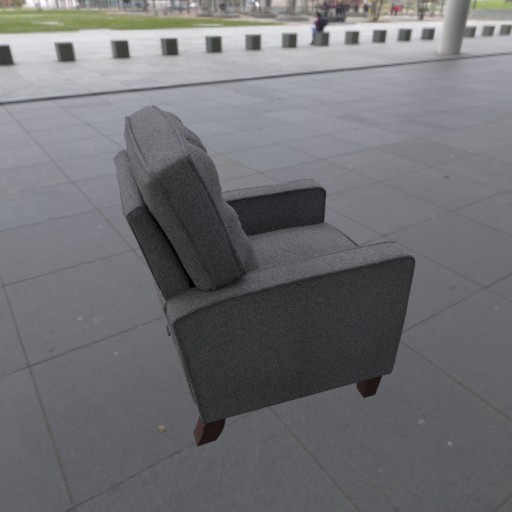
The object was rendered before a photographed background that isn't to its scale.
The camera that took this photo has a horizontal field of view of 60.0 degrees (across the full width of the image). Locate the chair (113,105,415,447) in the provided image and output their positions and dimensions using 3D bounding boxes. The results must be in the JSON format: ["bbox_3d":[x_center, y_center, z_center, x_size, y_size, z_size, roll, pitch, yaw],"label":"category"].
[{"bbox_3d":[0.000,0.000,1.427,0.775,0.889,0.650,-10,31,-16],"label":"chair"}]
